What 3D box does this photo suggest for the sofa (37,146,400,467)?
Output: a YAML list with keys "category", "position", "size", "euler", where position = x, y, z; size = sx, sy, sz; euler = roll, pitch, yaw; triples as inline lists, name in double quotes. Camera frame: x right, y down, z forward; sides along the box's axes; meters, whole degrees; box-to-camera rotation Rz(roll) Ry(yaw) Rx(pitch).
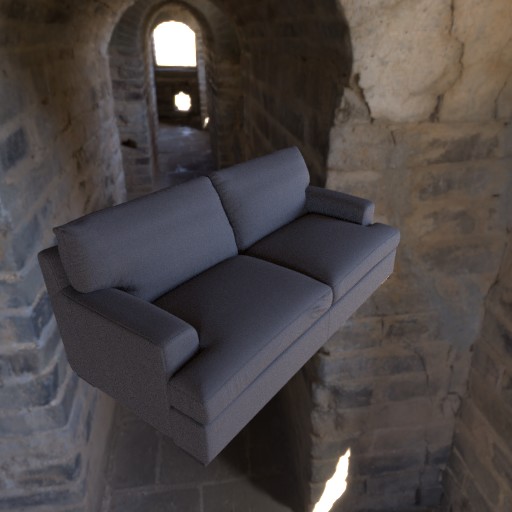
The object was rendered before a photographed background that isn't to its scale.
- category: "sofa"
  position: [0.000, 0.000, 2.837]
  size: [1.140, 0.950, 2.271]
  euler: [18, 32, 32]
